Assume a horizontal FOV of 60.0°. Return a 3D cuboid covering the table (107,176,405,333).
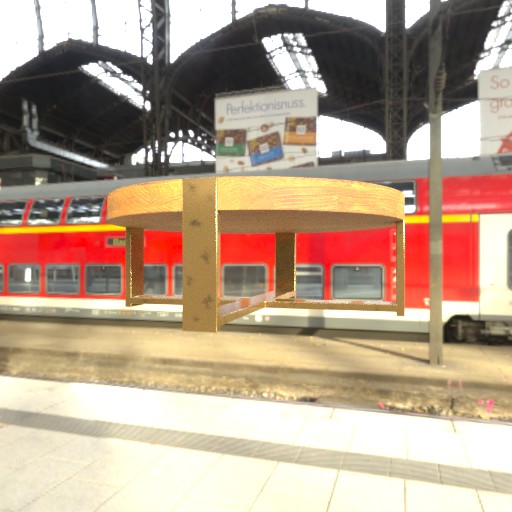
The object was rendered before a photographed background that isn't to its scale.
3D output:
[{"bbox_3d":[0.000,0.000,1.734,1.100,0.420,1.100,0,0,0],"label":"table"}]
